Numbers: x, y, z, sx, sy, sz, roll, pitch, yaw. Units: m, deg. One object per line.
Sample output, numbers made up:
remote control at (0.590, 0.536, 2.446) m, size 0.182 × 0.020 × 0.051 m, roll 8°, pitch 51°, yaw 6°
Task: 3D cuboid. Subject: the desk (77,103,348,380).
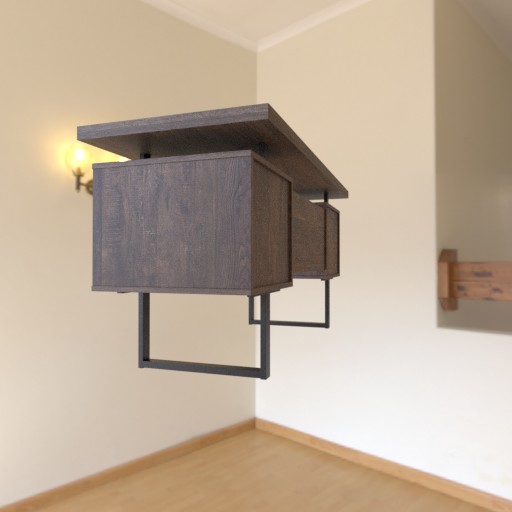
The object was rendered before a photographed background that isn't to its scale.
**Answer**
desk at (0.000, 0.000, 1.939) m, size 0.600 × 0.760 × 1.524 m, roll 0°, pitch -1°, yaw 19°
